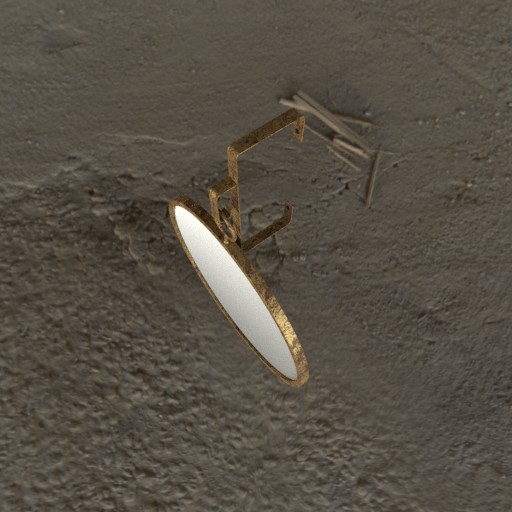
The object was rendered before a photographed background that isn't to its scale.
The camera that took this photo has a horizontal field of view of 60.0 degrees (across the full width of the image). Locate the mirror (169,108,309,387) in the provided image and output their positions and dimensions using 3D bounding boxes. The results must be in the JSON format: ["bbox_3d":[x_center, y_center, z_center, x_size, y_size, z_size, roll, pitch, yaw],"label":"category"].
[{"bbox_3d":[0.000,0.000,0.831,0.144,0.651,0.447,-34,68,-16],"label":"mirror"}]
